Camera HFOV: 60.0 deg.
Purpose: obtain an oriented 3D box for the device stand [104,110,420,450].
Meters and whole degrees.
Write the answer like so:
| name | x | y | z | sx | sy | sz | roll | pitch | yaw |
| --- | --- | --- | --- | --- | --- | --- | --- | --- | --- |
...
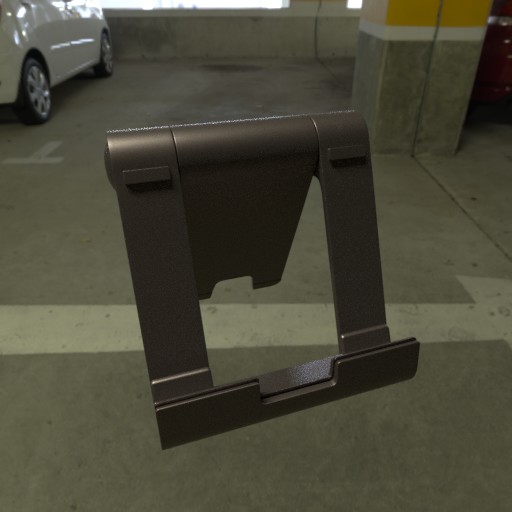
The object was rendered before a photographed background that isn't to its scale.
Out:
| name | x | y | z | sx | sy | sz | roll | pitch | yaw |
| --- | --- | --- | --- | --- | --- | --- | --- | --- | --- |
| device stand | 0.000 | 0.000 | 0.153 | 0.088 | 0.084 | 0.079 | -10 | 32 | -16 |
